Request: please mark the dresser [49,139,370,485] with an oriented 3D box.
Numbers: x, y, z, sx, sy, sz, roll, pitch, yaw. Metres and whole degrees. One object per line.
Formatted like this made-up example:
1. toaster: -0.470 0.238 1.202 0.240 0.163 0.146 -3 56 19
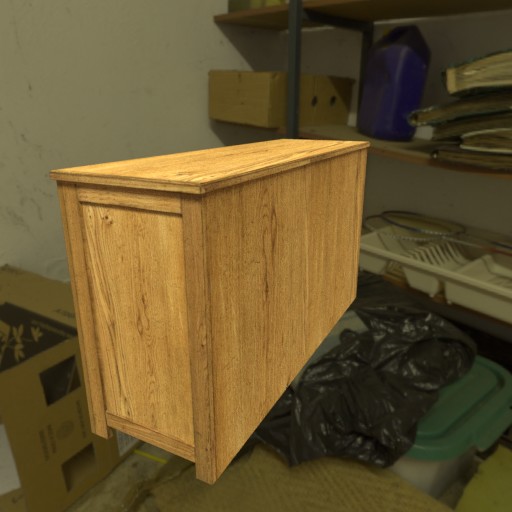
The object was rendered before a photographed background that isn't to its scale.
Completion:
1. dresser: 0.000 0.000 2.024 0.563 0.932 1.657 9 20 26
